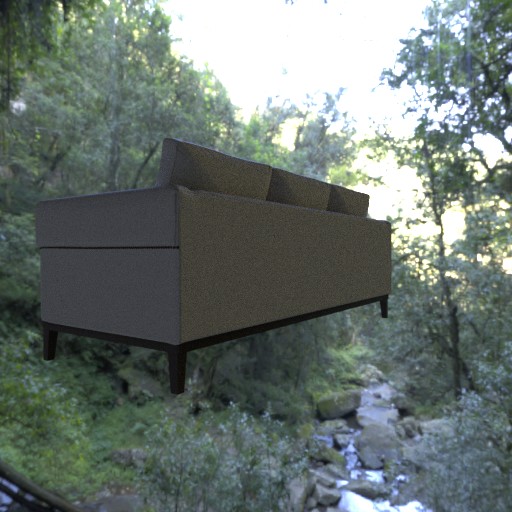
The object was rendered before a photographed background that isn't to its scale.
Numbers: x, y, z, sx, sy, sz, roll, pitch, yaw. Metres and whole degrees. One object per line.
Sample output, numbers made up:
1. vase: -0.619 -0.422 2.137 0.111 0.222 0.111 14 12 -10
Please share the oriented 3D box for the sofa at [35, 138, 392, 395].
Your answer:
1. sofa: 0.000 0.000 2.600 0.902 0.911 2.198 0 1 35
